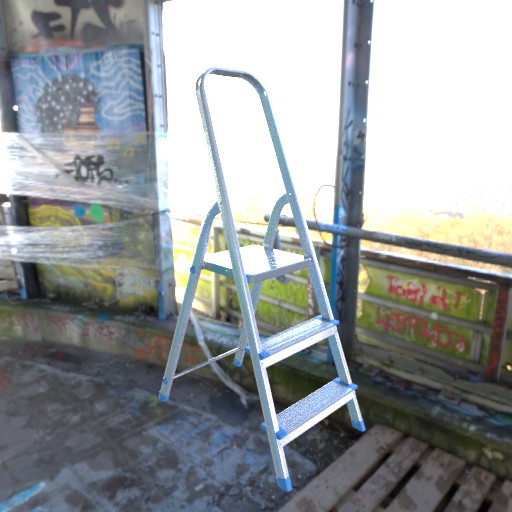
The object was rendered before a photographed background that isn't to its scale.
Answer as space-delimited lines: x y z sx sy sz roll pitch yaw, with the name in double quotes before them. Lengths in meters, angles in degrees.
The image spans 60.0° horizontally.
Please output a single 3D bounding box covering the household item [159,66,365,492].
"household item" 0.000 0.000 1.511 0.420 1.215 0.687 -14 20 -43
